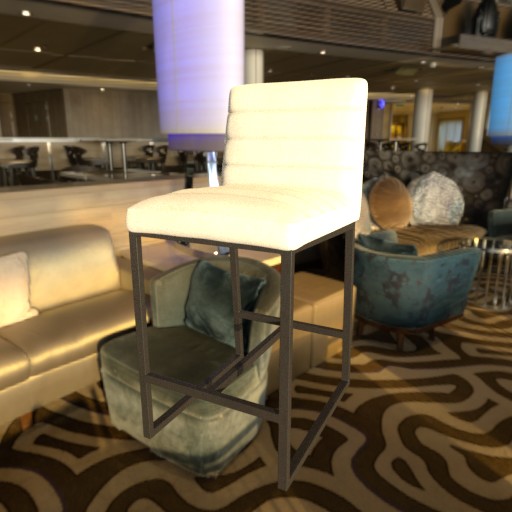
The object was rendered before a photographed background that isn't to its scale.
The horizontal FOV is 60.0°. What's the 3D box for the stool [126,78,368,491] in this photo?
[{"bbox_3d":[0.000,0.000,1.240,0.459,0.971,0.567,7,16,26],"label":"stool"}]
